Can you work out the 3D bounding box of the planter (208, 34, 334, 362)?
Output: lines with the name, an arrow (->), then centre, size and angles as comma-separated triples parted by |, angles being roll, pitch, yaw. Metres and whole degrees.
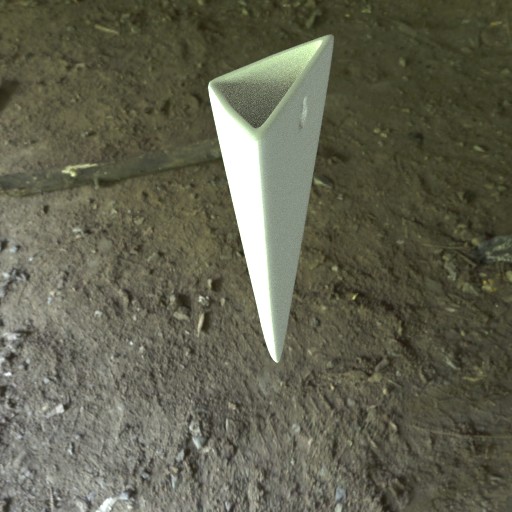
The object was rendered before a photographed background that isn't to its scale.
planter -> 0.000, 0.000, 0.395 | 0.065, 0.338, 0.143 | 16, 50, 14
